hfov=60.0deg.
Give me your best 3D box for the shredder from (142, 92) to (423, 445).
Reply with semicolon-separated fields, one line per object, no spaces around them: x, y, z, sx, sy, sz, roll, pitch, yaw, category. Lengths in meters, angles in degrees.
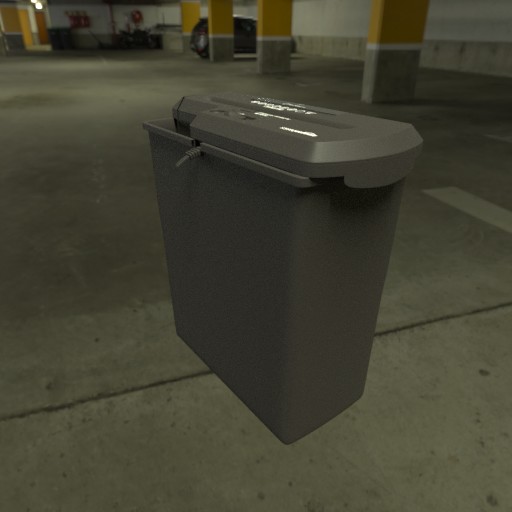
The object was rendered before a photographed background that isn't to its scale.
0.000;0.000;0.517;0.170;0.335;0.320;-19;33;-32;shredder
